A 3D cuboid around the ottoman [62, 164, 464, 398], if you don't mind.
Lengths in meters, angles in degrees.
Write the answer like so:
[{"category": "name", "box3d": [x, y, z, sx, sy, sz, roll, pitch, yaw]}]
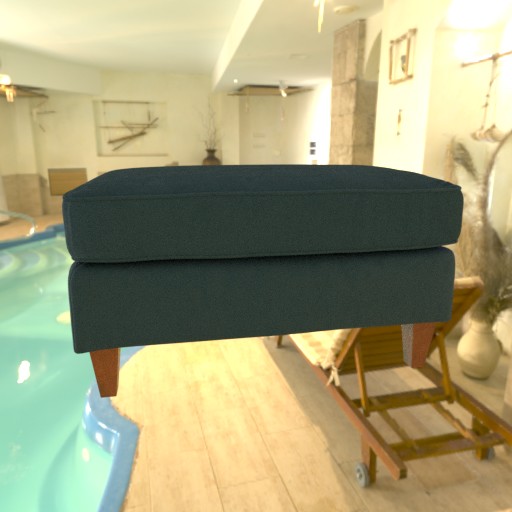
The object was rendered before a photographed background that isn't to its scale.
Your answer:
[{"category": "ottoman", "box3d": [0.000, 0.000, 1.207, 0.862, 0.484, 0.583, -3, 14, -10]}]
